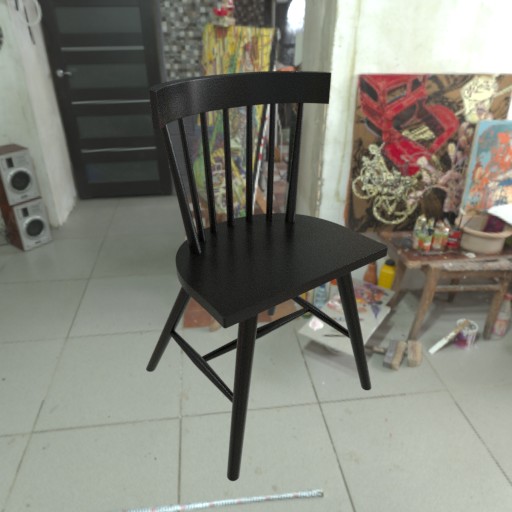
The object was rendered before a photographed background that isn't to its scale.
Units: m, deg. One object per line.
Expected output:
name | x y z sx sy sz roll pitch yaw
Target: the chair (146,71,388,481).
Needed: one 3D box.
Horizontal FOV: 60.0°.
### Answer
chair | 0.000 0.000 1.139 0.506 0.844 0.483 -20 35 -32
